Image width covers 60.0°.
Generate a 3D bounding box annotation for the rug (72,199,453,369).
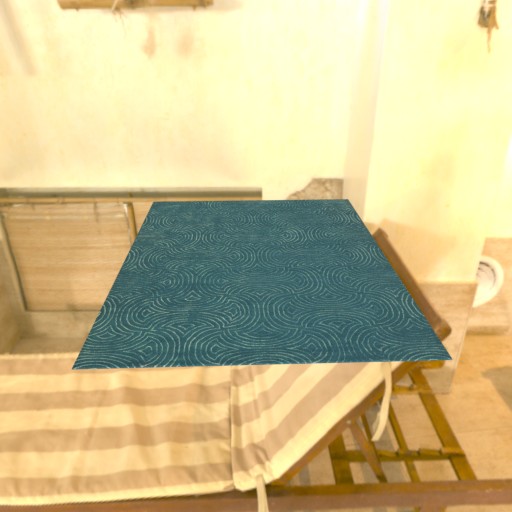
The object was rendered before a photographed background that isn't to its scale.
[{"bbox_3d":[0.000,0.000,4.173,2.432,0.012,3.033,-1,27,-2],"label":"rug"}]
